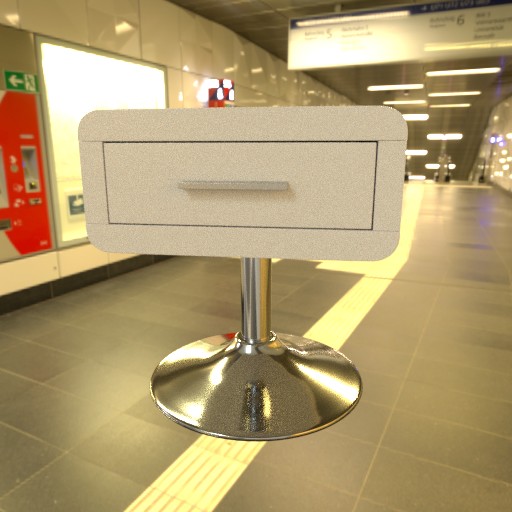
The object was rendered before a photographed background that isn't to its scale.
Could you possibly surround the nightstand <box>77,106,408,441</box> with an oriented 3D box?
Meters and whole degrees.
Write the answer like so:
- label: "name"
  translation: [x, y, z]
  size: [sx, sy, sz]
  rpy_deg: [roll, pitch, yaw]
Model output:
- label: "nightstand"
  translation: [0.000, 0.000, 0.750]
  size: [0.399, 0.447, 0.404]
  rpy_deg: [2, 14, 8]
